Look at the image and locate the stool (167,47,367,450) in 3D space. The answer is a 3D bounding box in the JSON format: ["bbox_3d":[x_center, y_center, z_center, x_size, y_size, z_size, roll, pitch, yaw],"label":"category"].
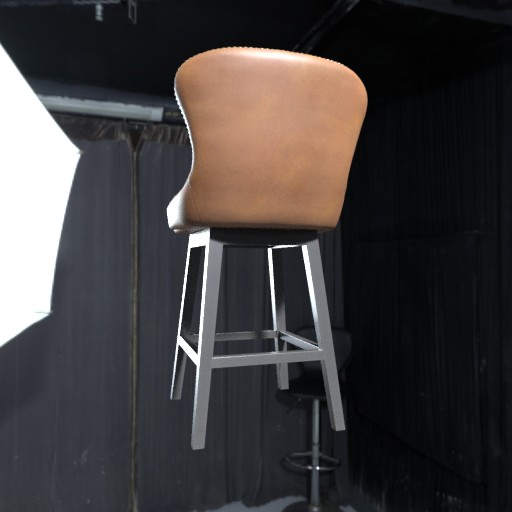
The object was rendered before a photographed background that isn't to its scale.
[{"bbox_3d":[0.000,0.000,1.316,0.528,0.971,0.593,0,-1,-18],"label":"stool"}]
